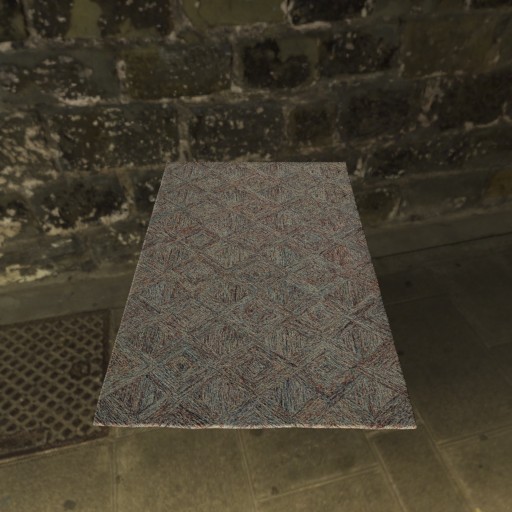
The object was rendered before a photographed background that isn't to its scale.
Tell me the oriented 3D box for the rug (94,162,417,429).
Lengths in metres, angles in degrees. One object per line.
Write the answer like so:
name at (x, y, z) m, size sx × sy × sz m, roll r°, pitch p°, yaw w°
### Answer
rug at (0.000, 0.000, 2.184) m, size 1.143 × 0.014 × 1.761 m, roll 0°, pitch 43°, yaw 0°
